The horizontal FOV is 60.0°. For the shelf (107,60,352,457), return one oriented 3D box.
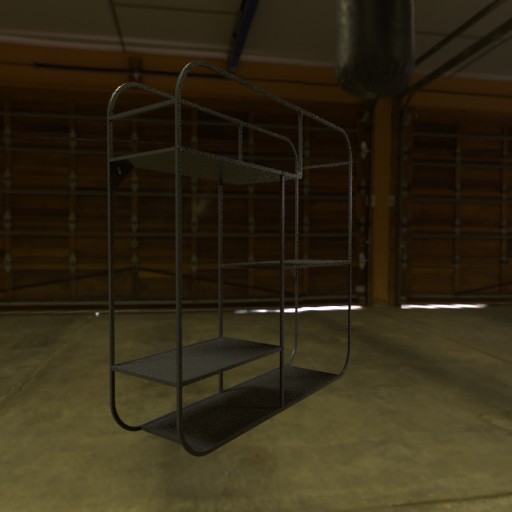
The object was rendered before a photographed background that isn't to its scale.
[{"bbox_3d":[0.000,0.000,0.917,0.160,0.600,0.600,1,2,36],"label":"shelf"}]
